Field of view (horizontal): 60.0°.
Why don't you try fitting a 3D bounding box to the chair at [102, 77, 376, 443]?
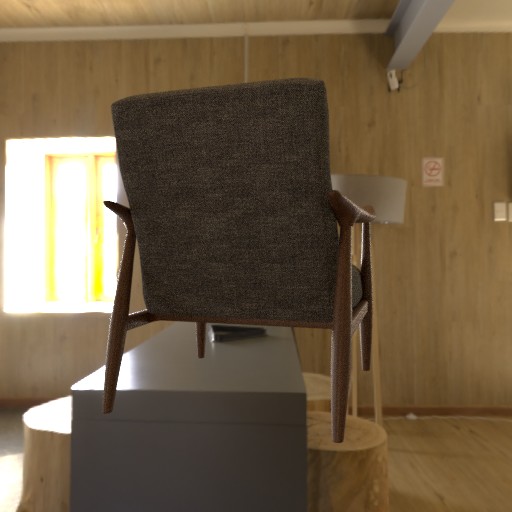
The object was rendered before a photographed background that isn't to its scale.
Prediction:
[{"bbox_3d":[0.000,0.000,1.428,0.741,0.832,0.798,0,0,17],"label":"chair"}]
